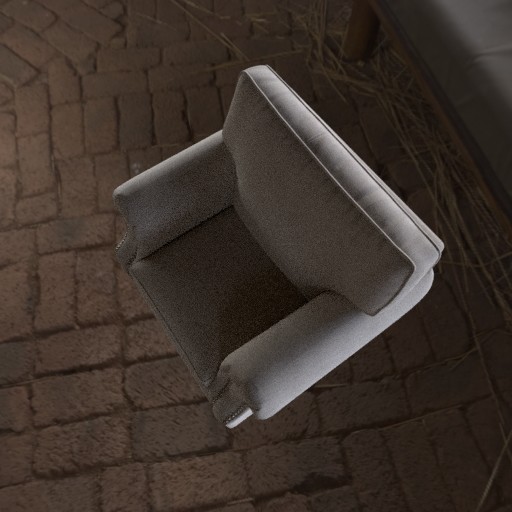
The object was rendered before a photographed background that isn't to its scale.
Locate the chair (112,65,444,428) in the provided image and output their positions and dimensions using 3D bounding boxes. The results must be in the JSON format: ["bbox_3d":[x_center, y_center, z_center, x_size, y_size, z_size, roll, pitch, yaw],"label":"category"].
[{"bbox_3d":[0.000,0.000,1.828,0.965,0.961,1.092,-33,69,-14],"label":"chair"}]
